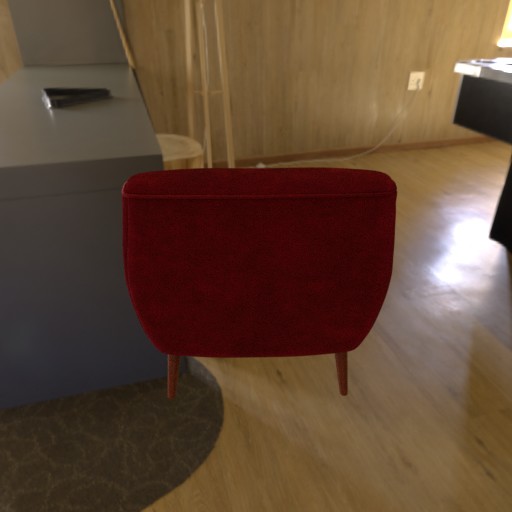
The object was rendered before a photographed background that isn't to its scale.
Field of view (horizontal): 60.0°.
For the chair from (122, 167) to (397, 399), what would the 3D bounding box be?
[{"bbox_3d":[0.000,0.000,1.508,0.762,0.838,0.787,-1,31,-1],"label":"chair"}]
